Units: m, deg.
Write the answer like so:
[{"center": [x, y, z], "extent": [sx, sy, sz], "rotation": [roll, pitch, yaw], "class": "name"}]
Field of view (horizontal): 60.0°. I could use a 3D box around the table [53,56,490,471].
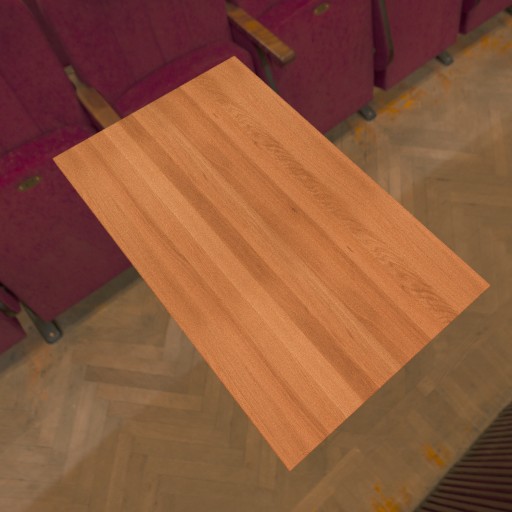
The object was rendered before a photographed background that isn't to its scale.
[{"center": [0.000, 0.000, 1.487], "extent": [0.700, 0.510, 1.100], "rotation": [-36, 70, -16], "class": "table"}]
